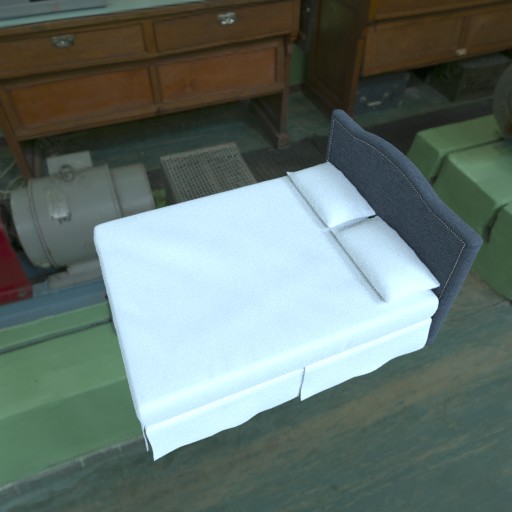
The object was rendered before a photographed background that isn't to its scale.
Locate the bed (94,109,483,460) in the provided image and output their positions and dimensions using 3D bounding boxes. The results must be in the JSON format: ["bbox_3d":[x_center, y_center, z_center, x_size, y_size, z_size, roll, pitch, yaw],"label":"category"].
[{"bbox_3d":[0.000,0.000,3.907,2.689,1.457,2.161,-17,49,-15],"label":"bed"}]
